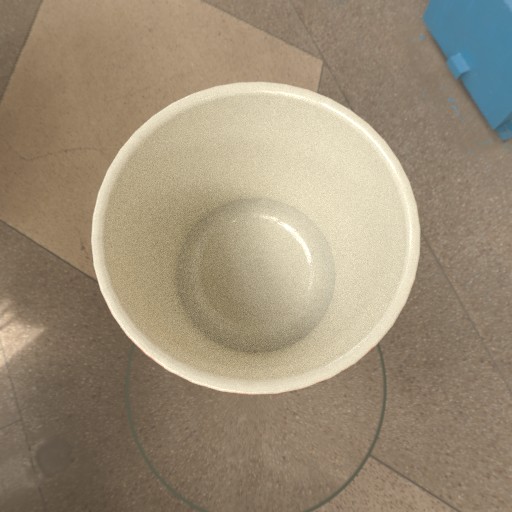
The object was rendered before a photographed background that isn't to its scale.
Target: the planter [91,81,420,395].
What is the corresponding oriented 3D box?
[{"bbox_3d":[0.000,0.000,0.329,0.192,0.148,0.192,0,75,0],"label":"planter"}]
